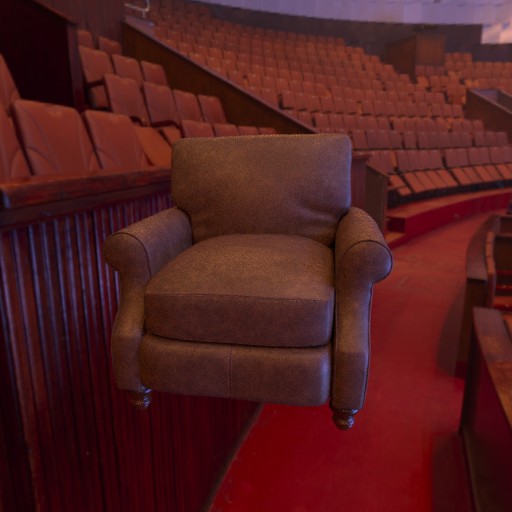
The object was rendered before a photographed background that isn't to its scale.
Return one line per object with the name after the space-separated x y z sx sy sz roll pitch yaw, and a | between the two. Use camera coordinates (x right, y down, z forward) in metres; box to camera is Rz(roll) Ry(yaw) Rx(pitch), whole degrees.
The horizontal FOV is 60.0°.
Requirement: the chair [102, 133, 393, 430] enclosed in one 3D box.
0.000 0.000 1.809 0.996 0.976 1.002 2 14 9 | chair
